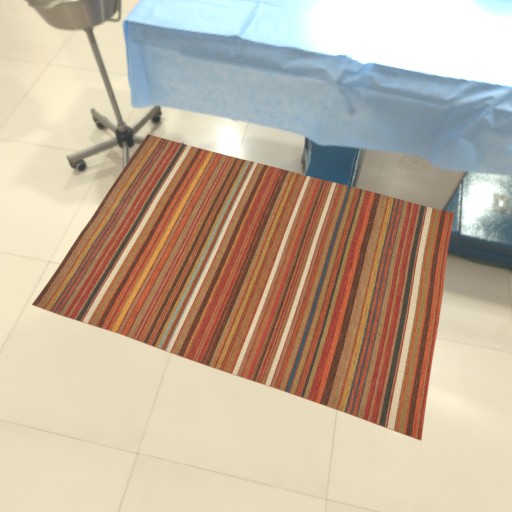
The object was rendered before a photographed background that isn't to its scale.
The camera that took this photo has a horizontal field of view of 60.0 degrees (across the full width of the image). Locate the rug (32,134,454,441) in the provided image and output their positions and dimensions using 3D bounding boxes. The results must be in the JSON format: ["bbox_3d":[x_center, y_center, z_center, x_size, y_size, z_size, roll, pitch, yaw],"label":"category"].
[{"bbox_3d":[0.000,0.000,2.234,1.828,0.007,1.217,17,59,10],"label":"rug"}]
